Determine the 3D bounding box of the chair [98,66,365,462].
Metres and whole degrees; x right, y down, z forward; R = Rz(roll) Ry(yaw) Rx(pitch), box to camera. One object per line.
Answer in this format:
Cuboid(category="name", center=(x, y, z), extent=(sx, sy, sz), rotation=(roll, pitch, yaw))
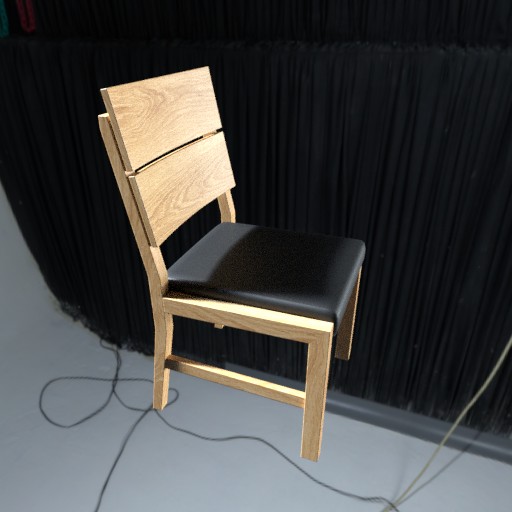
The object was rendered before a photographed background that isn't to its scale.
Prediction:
Cuboid(category="chair", center=(0.000, 0.000, 1.279), extent=(0.569, 0.950, 0.475), rotation=(11, 30, 19))
